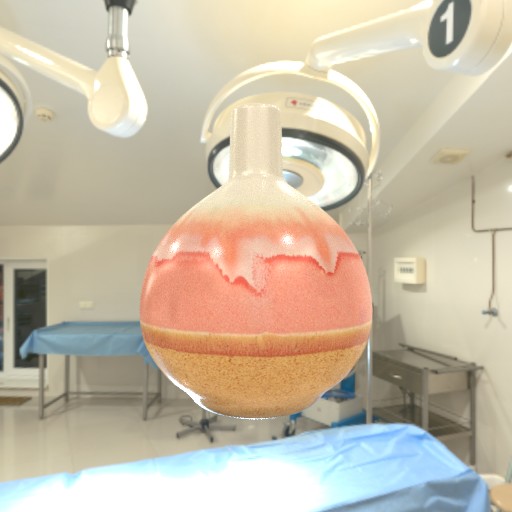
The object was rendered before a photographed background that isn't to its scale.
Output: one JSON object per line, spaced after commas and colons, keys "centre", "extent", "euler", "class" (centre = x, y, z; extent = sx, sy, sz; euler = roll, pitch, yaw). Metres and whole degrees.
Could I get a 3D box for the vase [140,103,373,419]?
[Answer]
{"centre": [0.000, 0.000, 0.269], "extent": [0.137, 0.176, 0.137], "euler": [0, 0, 0], "class": "vase"}
